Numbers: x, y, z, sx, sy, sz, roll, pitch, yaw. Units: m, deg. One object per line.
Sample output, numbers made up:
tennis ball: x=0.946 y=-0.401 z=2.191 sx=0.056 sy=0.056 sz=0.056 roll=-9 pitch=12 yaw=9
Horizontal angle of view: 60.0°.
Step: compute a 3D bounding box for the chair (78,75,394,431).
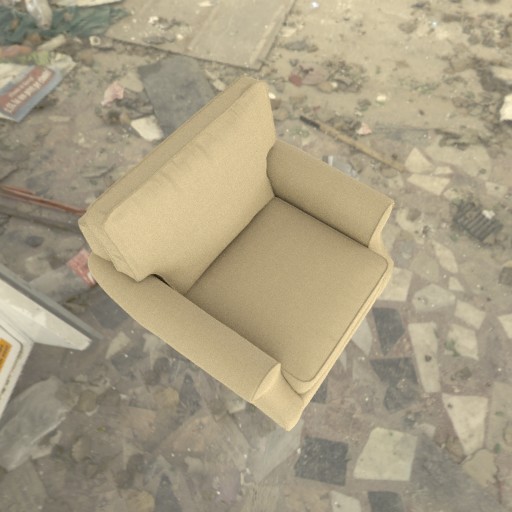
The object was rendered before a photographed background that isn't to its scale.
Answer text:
chair: x=0.000 y=0.000 z=1.824 sx=0.966 sy=0.967 sz=1.029 roll=32 pitch=64 yaw=18
